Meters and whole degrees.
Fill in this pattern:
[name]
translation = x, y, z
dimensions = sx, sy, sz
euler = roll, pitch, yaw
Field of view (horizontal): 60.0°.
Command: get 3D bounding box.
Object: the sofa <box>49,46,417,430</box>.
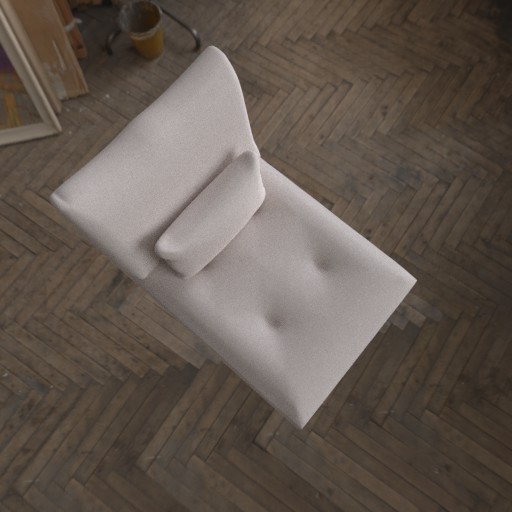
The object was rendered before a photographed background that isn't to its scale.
[sofa]
translation = 0.000, 0.000, 1.563
dimensions = 1.000, 0.820, 0.700
euler = 40, 78, 10
